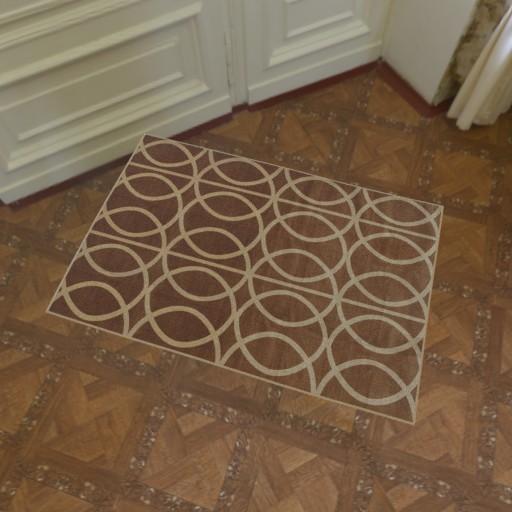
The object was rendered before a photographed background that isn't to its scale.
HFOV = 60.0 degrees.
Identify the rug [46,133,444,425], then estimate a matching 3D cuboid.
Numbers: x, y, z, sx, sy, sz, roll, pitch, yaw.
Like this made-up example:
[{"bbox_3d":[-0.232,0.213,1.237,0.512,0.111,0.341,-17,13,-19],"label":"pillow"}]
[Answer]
[{"bbox_3d":[0.000,0.000,2.933,2.294,0.014,1.528,15,64,8],"label":"rug"}]
